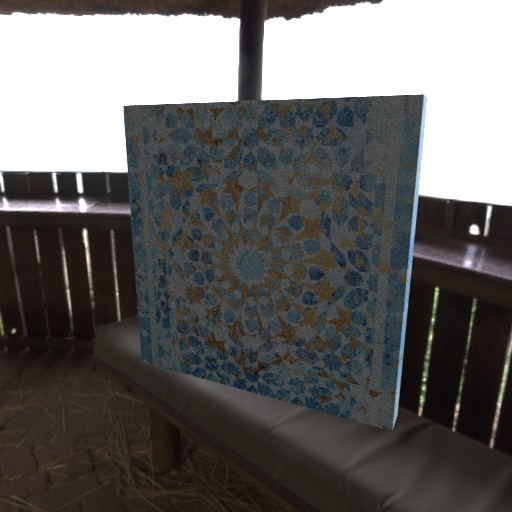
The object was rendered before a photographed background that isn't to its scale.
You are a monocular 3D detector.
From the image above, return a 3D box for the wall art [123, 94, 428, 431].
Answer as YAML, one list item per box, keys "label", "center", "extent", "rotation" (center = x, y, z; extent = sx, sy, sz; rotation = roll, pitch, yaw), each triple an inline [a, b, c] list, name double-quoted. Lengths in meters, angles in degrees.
- label: "wall art"
  center: [0.000, 0.000, 0.613]
  extent: [0.405, 0.405, 0.037]
  rotation: [7, 17, 25]
